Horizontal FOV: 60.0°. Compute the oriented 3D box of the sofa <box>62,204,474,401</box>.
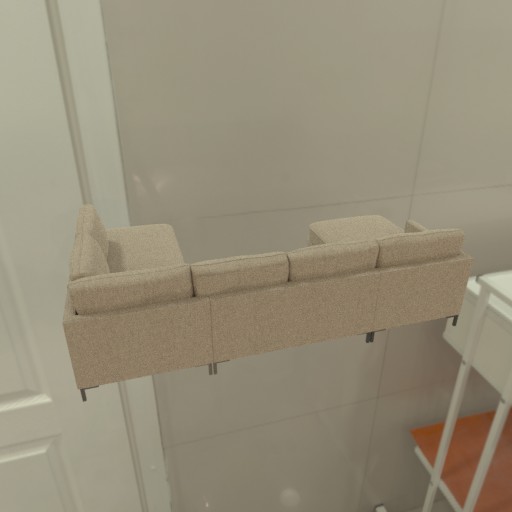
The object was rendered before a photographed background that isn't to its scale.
[{"bbox_3d":[0.000,0.000,4.379,3.423,0.996,2.021,-8,28,-15],"label":"sofa"}]
